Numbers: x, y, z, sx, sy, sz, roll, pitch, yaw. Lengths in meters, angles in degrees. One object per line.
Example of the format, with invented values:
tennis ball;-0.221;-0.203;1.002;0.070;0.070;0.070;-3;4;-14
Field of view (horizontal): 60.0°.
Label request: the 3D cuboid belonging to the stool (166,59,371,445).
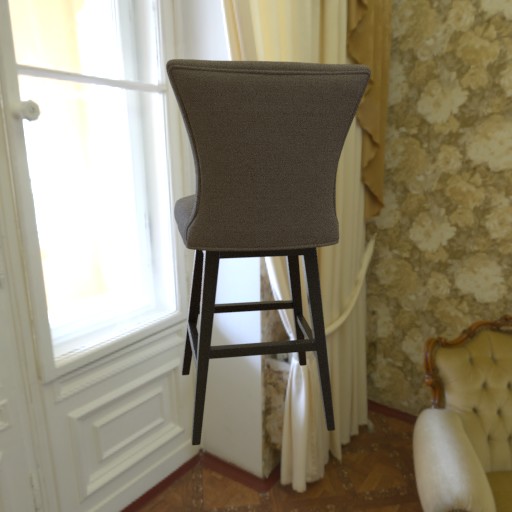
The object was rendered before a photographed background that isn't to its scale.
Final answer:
stool;0.000;0.000;1.427;0.514;1.086;0.574;-2;14;-9
